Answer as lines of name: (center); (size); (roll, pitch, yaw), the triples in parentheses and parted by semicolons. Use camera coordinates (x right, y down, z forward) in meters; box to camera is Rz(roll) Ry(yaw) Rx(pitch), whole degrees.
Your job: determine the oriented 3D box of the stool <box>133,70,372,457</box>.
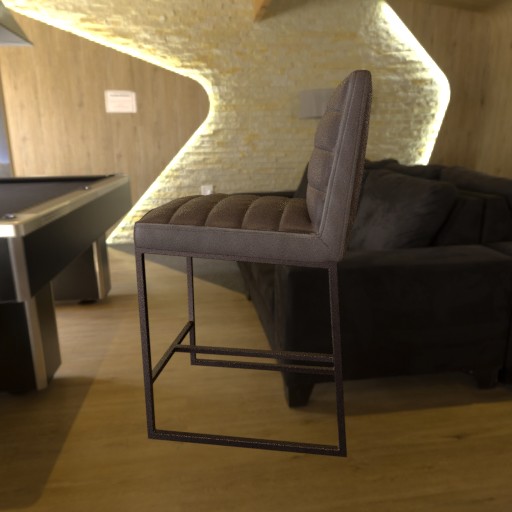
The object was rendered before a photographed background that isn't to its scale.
stool: (0.000, 0.000, 1.274); (0.562, 0.946, 0.463); (2, 15, 8)
